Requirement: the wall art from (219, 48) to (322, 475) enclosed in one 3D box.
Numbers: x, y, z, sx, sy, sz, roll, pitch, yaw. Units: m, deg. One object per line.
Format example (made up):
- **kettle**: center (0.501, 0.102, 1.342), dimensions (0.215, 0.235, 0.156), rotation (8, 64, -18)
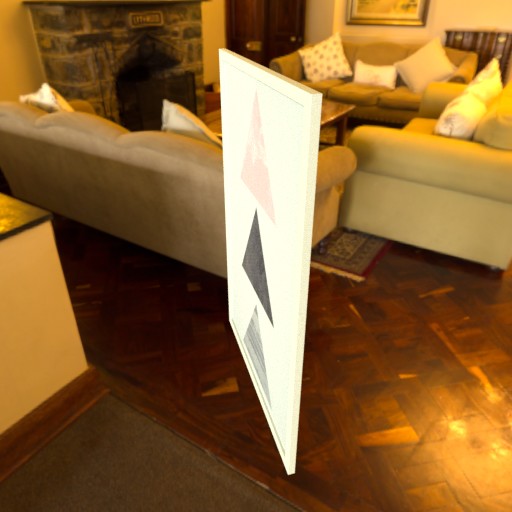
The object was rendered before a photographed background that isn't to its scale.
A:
- **wall art**: center (0.000, 0.000, 0.821), dimensions (0.013, 0.656, 0.456), rotation (-9, 32, -14)
